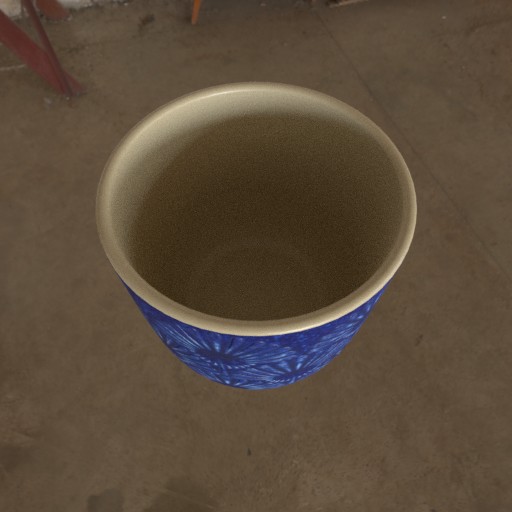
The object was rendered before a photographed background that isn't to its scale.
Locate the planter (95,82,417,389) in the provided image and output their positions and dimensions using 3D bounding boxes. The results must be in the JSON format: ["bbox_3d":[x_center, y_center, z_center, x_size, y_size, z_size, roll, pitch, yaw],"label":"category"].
[{"bbox_3d":[0.000,0.000,0.219,0.124,0.109,0.124,0,59,0],"label":"planter"}]
